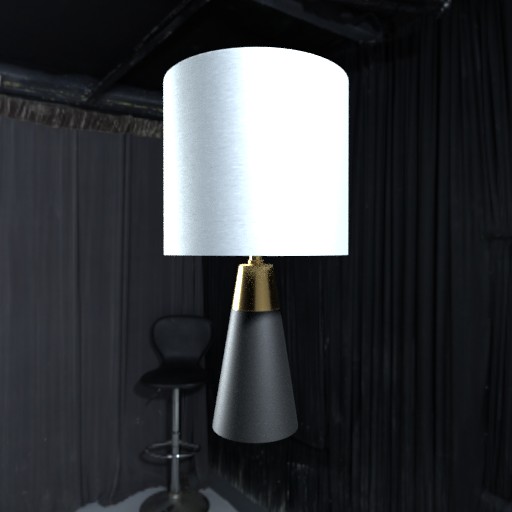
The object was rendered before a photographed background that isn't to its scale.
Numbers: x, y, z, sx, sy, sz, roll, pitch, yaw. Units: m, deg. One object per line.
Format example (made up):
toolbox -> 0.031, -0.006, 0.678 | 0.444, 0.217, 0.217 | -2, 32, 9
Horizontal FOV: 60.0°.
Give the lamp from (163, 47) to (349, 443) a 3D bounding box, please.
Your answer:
lamp -> 0.000, 0.000, 0.757 | 0.308, 0.580, 0.308 | -1, 1, -36
